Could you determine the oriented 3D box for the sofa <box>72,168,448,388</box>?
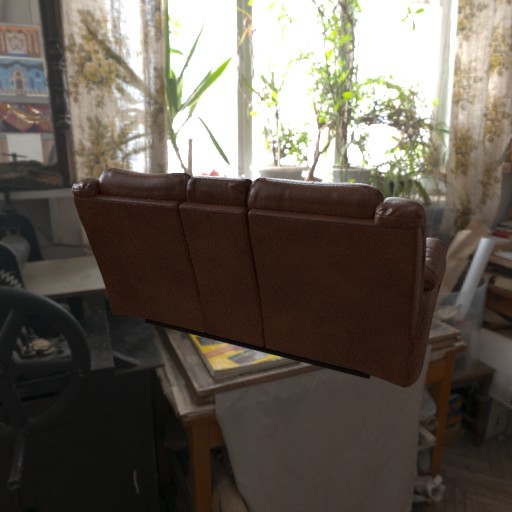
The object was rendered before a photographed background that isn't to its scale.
[{"bbox_3d":[0.000,0.000,2.666,2.058,1.043,0.991,8,18,27],"label":"sofa"}]
